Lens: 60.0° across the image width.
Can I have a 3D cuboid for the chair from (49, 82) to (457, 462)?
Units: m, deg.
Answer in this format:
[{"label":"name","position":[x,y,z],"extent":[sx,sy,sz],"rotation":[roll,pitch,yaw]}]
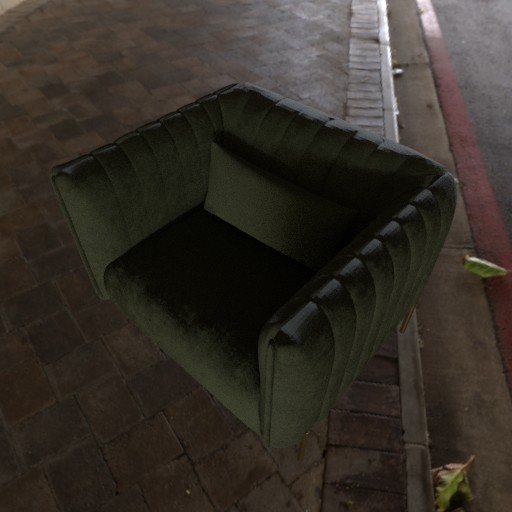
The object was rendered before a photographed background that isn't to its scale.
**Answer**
[{"label":"chair","position":[0.000,0.000,1.602],"extent":[1.032,0.794,0.877],"rotation":[33,55,27]}]
